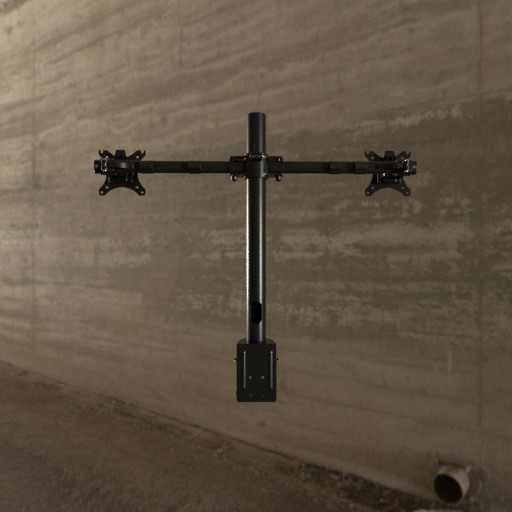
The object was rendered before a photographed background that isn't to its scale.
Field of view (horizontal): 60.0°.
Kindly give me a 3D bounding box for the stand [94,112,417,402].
[{"bbox_3d":[0.000,0.000,0.980,0.743,0.603,0.150,0,0,-1],"label":"stand"}]
